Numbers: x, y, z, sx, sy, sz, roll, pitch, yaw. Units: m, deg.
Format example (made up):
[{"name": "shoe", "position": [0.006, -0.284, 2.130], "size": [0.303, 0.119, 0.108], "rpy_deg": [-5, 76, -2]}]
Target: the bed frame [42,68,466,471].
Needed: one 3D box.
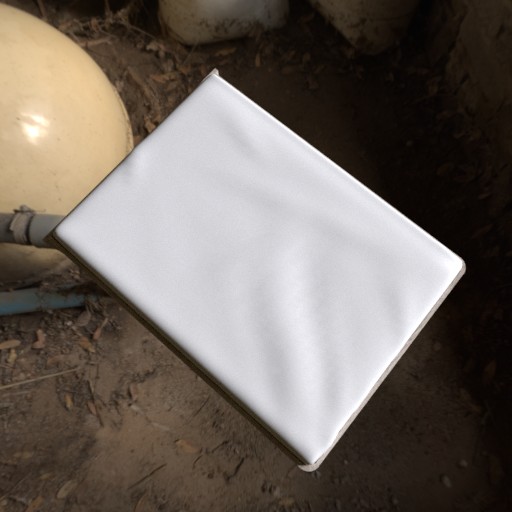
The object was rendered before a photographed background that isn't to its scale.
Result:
[{"name": "bed frame", "position": [0.000, 0.000, 2.636], "size": [1.950, 0.462, 1.490], "rpy_deg": [40, 79, 9]}]
